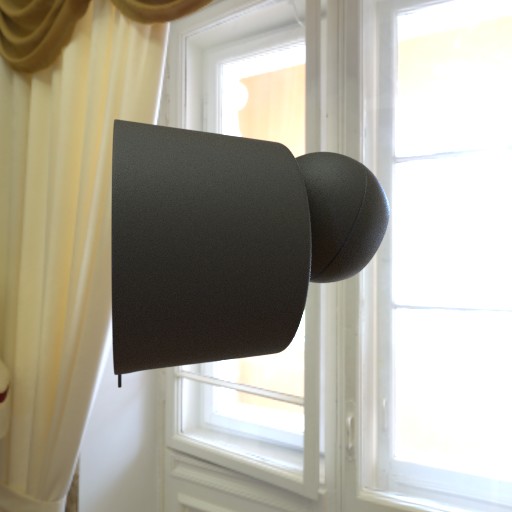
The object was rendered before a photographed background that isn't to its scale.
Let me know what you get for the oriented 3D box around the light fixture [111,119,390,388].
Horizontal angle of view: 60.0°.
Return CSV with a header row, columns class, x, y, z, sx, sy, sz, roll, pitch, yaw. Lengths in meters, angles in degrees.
class,x,y,z,sx,sy,sz,roll,pitch,yaw
light fixture,0.000,0.000,0.263,0.160,0.143,0.134,0,0,-16
